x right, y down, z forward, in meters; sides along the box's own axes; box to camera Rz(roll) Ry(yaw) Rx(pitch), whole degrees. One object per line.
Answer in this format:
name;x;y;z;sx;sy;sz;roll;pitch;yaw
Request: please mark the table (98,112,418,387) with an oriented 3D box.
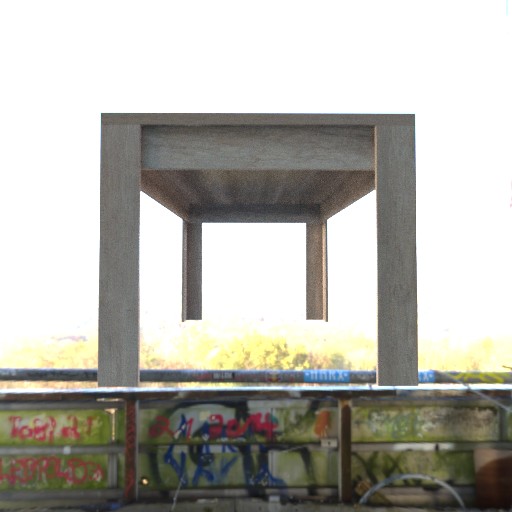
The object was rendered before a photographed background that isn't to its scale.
table;0.000;0.000;2.052;0.900;0.775;1.600;0;-2;-1
